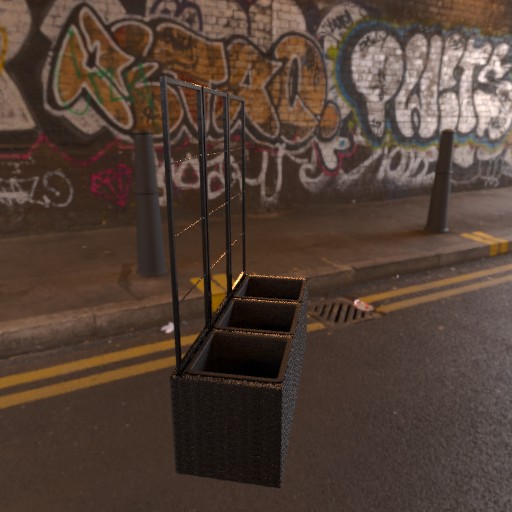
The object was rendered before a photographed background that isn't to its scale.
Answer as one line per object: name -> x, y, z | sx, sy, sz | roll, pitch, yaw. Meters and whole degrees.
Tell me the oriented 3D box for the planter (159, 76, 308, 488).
planter -> 0.000, 0.000, 1.193 | 0.244, 0.841, 0.698 | 3, 17, 10
